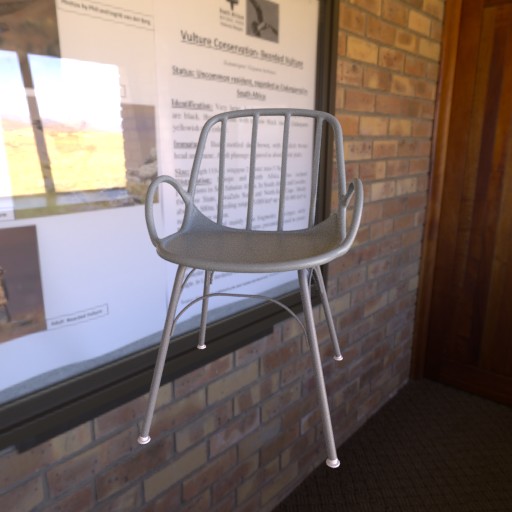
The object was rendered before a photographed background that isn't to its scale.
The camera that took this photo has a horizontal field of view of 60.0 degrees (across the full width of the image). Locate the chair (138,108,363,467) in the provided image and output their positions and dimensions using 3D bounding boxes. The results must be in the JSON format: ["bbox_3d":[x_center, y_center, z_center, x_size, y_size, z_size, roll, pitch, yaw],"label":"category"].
[{"bbox_3d":[0.000,0.000,1.223,0.549,0.816,0.597,3,15,10],"label":"chair"}]
